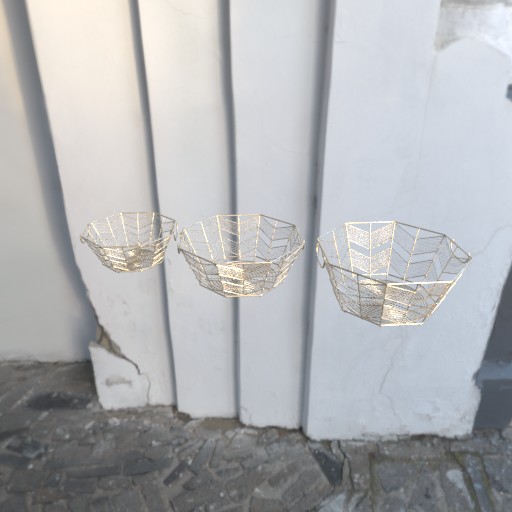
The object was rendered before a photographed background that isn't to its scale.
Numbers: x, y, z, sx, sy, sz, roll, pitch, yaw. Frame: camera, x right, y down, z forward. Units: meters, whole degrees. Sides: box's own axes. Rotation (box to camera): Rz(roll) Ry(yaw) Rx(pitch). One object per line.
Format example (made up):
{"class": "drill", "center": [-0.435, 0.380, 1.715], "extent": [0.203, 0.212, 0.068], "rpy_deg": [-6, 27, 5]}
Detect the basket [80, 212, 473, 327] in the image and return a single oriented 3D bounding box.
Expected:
{"class": "basket", "center": [0.000, 0.000, 1.419], "extent": [1.246, 0.178, 0.432], "rpy_deg": [8, 28, 16]}
